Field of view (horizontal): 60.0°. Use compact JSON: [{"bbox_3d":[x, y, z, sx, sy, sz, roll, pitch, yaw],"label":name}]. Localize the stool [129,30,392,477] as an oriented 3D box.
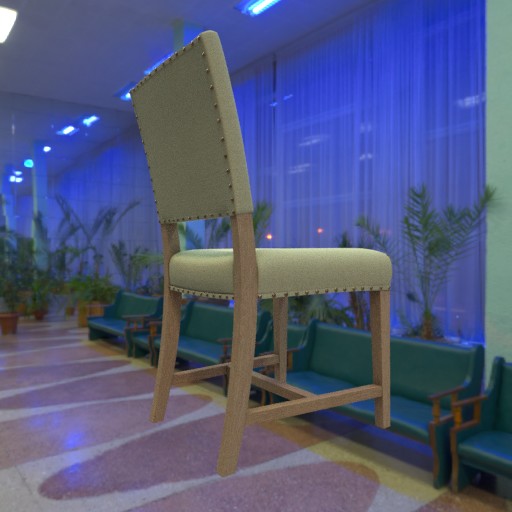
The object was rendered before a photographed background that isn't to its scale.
[{"bbox_3d":[0.000,0.000,1.299,0.623,0.986,0.508,-1,1,-36],"label":"stool"}]
